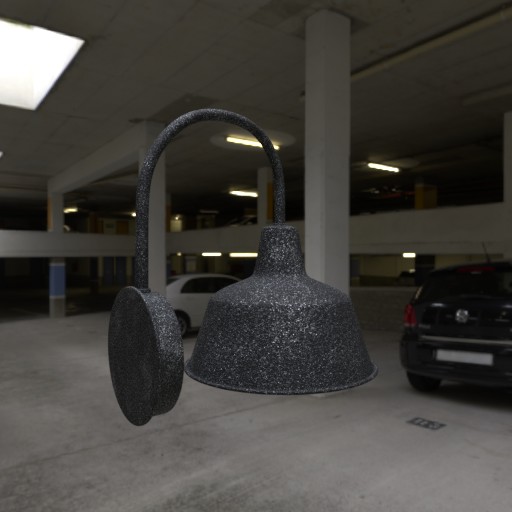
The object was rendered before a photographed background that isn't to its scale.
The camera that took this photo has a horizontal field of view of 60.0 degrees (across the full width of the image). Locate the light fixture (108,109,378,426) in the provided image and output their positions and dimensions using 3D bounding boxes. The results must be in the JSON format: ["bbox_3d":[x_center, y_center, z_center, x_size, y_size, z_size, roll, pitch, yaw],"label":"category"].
[{"bbox_3d":[0.000,0.000,0.482,0.283,0.300,0.216,0,1,-37],"label":"light fixture"}]
